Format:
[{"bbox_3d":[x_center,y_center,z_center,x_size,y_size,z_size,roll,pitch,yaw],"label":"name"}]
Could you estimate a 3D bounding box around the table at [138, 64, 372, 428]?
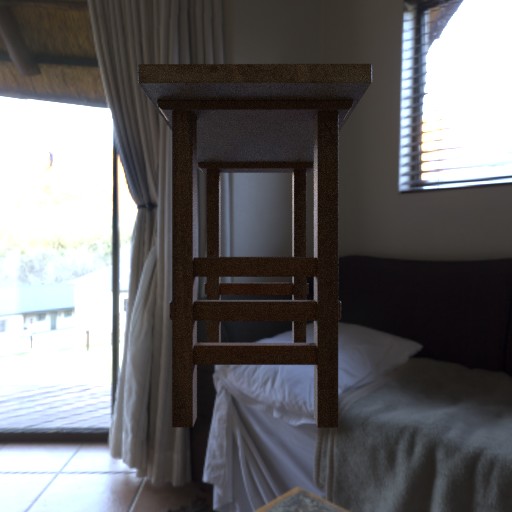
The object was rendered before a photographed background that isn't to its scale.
[{"bbox_3d":[0.000,0.000,1.612,0.556,0.914,1.119,0,0,0],"label":"table"}]
